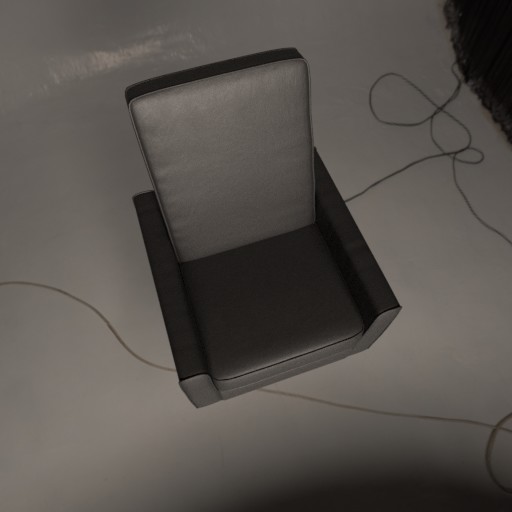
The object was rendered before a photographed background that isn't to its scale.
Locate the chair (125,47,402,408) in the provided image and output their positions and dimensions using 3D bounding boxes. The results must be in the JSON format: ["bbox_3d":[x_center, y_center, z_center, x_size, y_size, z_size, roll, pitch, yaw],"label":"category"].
[{"bbox_3d":[0.000,0.000,1.506,0.705,1.013,0.746,-17,65,-8],"label":"chair"}]
